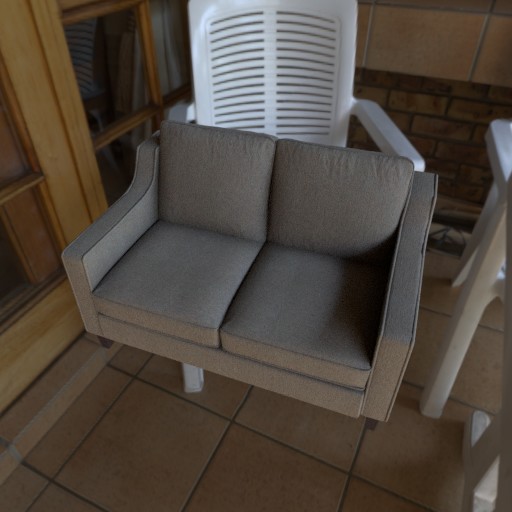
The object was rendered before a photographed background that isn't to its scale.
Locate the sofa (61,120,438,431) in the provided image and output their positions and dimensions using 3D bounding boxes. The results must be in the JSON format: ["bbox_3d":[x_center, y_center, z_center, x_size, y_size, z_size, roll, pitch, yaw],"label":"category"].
[{"bbox_3d":[0.000,0.000,2.166,1.503,0.981,0.985,13,41,15],"label":"sofa"}]
